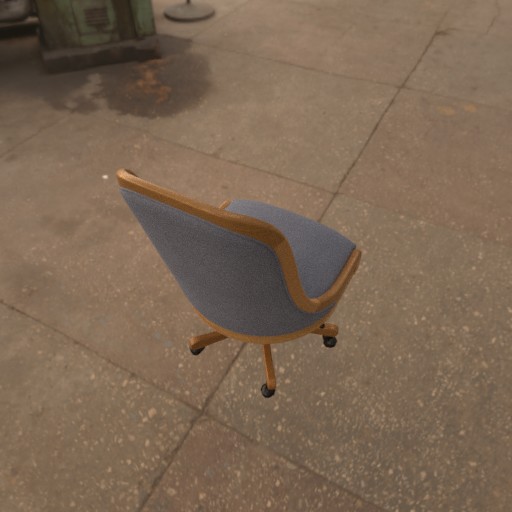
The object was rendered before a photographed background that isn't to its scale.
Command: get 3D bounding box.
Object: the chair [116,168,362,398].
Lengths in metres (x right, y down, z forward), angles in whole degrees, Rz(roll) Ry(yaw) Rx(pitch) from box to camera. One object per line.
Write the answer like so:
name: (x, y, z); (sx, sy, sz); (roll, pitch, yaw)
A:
chair: (0.000, 0.000, 1.483); (0.605, 1.031, 0.735); (23, 51, 20)
